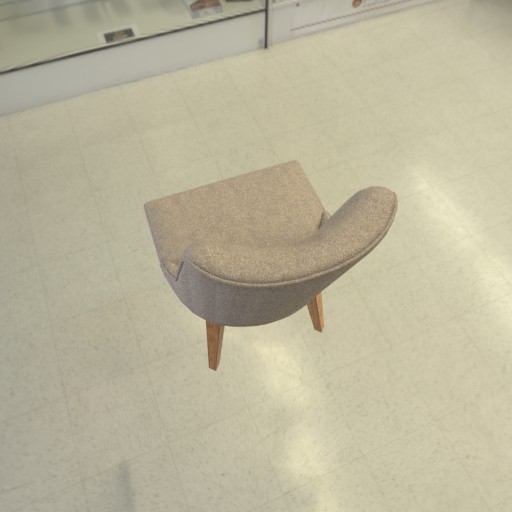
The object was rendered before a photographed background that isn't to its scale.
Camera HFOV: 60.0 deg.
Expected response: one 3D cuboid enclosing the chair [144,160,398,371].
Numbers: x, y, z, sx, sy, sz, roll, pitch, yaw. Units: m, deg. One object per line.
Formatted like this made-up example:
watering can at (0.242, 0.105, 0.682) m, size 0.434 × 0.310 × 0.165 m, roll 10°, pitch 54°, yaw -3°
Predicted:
chair at (0.000, 0.000, 1.308) m, size 0.548 × 0.916 × 0.636 m, roll -18°, pitch 61°, yaw -10°
